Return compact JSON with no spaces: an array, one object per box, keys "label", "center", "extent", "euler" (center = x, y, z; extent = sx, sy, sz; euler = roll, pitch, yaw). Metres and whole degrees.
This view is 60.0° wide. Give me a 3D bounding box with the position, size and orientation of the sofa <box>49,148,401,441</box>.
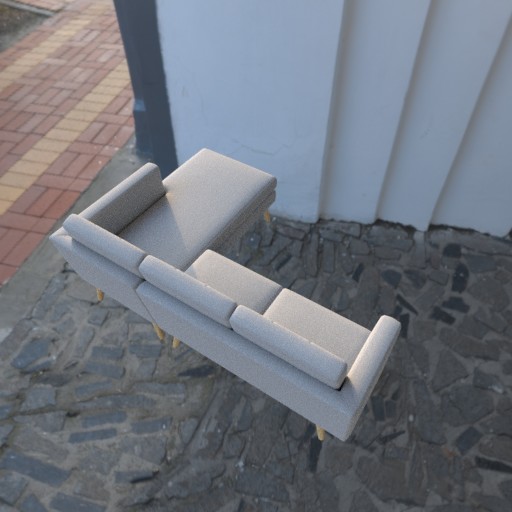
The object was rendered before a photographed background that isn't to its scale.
[{"label":"sofa","center":[0.000,0.000,2.933],"extent":[2.040,0.860,1.530],"euler":[26,54,21]}]
